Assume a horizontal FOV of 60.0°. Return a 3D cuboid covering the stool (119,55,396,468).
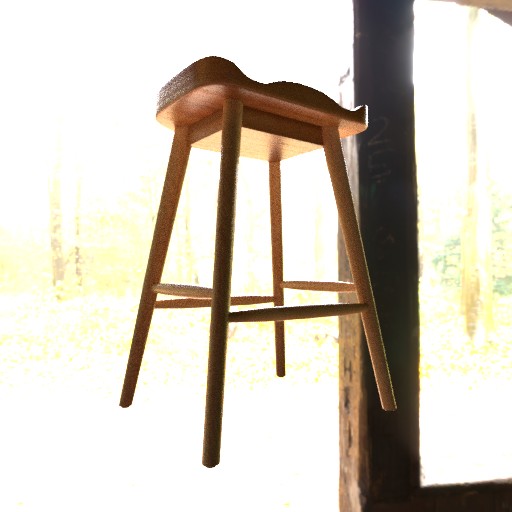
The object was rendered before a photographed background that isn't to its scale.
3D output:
[{"bbox_3d":[0.000,0.000,0.900,0.440,0.615,0.361,1,-2,-37],"label":"stool"}]
